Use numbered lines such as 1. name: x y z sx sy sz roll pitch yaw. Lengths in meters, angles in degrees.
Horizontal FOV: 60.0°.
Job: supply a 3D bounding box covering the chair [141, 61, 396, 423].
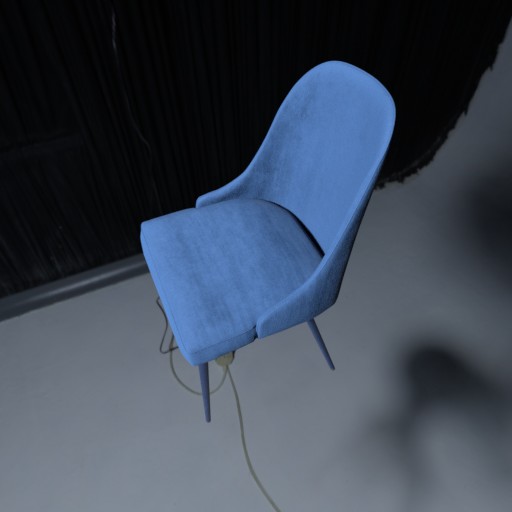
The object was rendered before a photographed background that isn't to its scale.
1. chair: 0.000 0.000 1.211 0.559 0.896 0.478 -17 50 -15
